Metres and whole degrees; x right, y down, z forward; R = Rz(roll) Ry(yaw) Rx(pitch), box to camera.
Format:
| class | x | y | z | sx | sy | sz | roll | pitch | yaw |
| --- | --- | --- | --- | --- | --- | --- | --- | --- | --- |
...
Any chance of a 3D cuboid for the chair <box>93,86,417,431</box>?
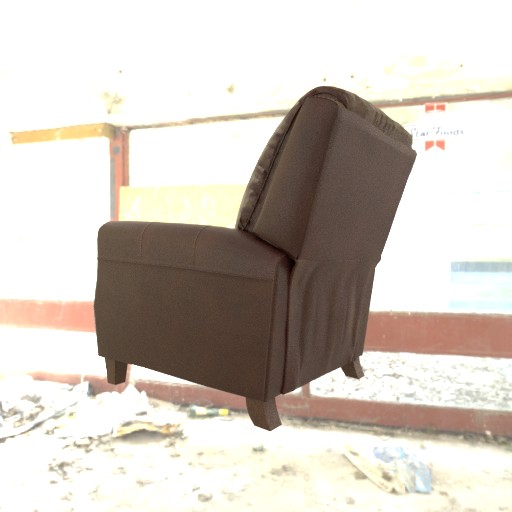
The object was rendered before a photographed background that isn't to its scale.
| class | x | y | z | sx | sy | sz | roll | pitch | yaw |
| --- | --- | --- | --- | --- | --- | --- | --- | --- | --- |
| chair | 0.000 | 0.000 | 1.763 | 1.089 | 1.022 | 0.826 | 0 | 1 | 36 |
